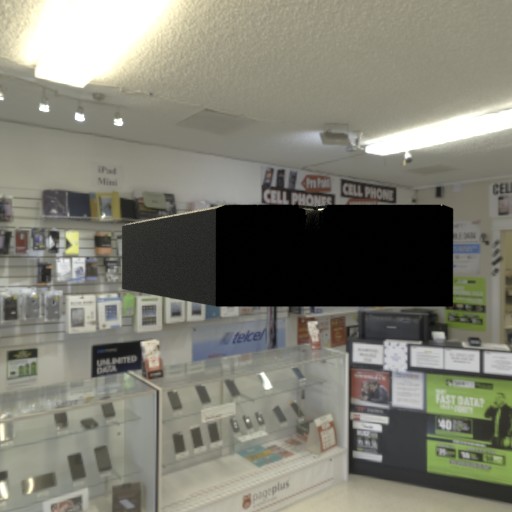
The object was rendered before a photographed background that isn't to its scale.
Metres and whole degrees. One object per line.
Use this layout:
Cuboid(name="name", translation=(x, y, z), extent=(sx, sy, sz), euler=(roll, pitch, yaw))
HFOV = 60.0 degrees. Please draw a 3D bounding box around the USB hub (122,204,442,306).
Cuboid(name="USB hub", translation=(0.000, 0.000, 0.126), extent=(0.044, 0.023, 0.110), euler=(0, 0, -34))
